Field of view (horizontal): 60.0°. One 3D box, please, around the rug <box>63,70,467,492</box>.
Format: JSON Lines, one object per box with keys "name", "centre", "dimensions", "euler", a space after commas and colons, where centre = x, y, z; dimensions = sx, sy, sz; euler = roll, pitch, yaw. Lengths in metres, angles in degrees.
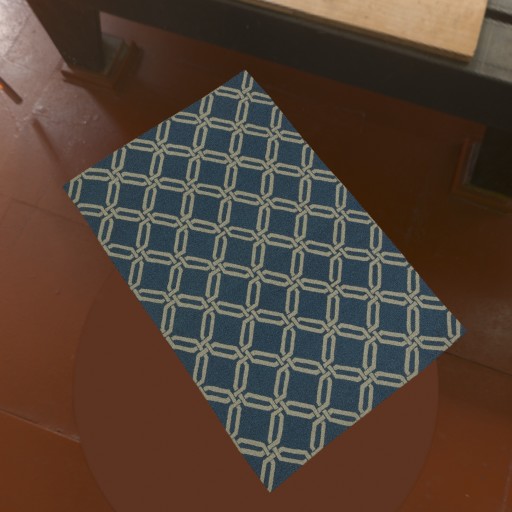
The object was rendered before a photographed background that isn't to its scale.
{"name": "rug", "centre": [0.000, 0.000, 2.138], "dimensions": [1.153, 0.010, 1.755], "euler": [-36, 78, -9]}
